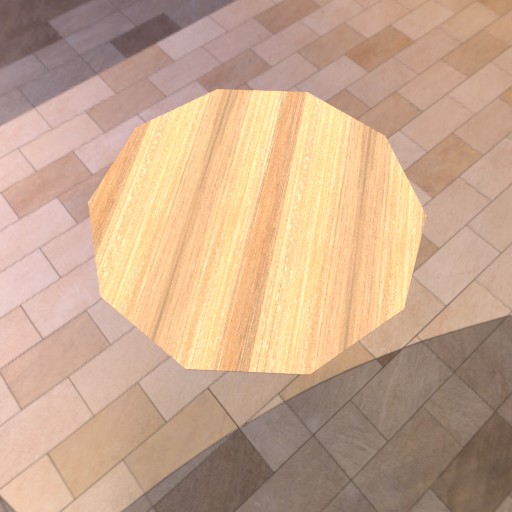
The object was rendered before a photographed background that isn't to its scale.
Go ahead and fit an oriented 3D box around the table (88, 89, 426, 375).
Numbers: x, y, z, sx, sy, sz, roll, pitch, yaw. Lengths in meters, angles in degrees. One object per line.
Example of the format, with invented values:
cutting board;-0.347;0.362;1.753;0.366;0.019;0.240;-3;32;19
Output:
table;0.000;0.000;1.890;1.186;0.752;1.186;0;64;0
